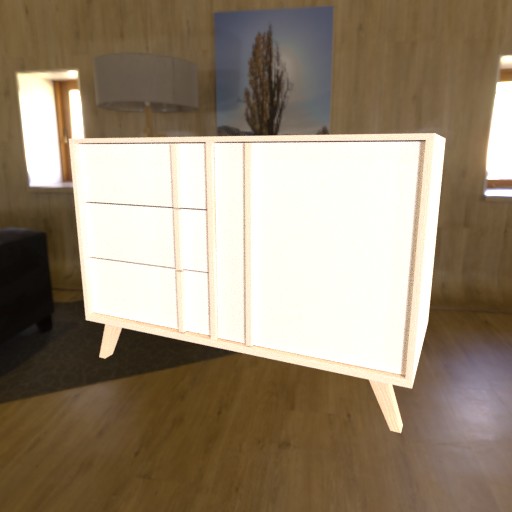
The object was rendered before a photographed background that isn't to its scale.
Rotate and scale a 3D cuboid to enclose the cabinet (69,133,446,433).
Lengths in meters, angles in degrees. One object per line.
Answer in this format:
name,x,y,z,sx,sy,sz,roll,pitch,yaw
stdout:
cabinet,0.000,0.000,1.522,1.110,0.780,0.500,6,15,24
